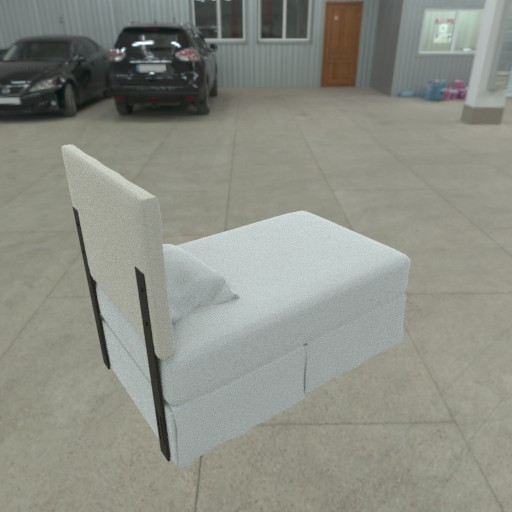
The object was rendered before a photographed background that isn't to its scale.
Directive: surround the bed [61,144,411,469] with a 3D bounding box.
[{"bbox_3d":[0.000,0.000,3.018,1.997,1.571,1.261,-19,33,-32],"label":"bed"}]
